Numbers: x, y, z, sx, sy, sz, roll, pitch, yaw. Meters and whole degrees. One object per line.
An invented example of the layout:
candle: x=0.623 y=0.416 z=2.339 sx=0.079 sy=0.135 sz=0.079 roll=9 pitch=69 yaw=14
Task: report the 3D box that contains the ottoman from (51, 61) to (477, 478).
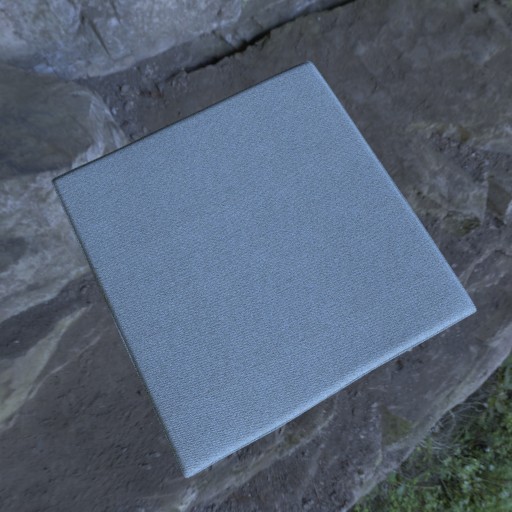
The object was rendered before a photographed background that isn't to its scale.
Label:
ottoman: x=0.000 y=0.000 z=1.508 sx=0.968 sy=0.379 sz=1.004 roll=-27 pitch=76 yaw=-7
